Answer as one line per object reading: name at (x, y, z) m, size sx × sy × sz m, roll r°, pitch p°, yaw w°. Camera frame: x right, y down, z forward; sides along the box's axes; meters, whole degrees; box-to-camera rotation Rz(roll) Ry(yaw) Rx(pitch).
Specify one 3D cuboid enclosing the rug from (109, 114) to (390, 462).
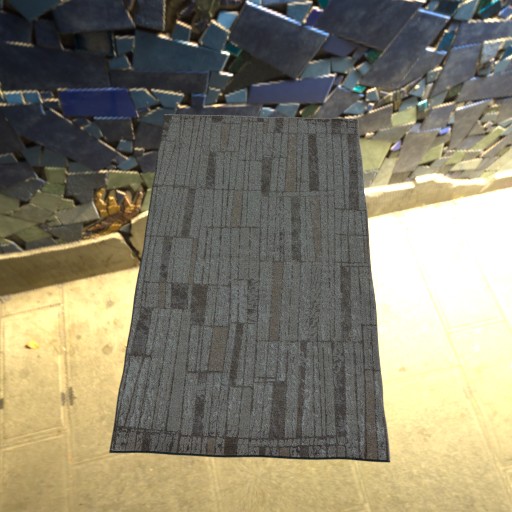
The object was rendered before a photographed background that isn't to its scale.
rug at (0.000, 0.000, 2.939) m, size 1.531 × 0.023 × 2.444 m, roll 2°, pitch 64°, yaw 1°
